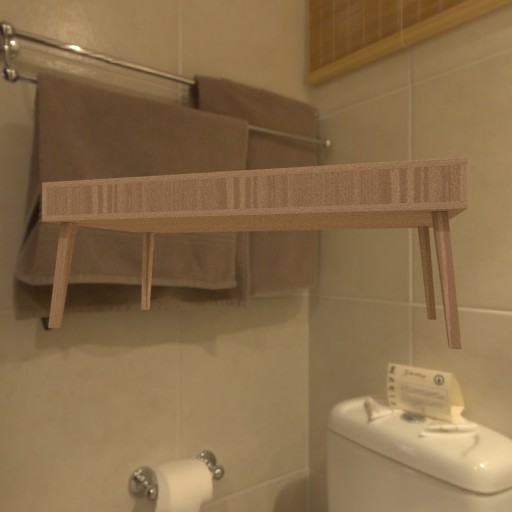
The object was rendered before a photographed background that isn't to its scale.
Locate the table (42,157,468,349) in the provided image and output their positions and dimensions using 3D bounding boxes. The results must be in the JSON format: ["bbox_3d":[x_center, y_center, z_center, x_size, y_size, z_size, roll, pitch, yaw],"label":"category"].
[{"bbox_3d":[0.000,0.000,1.483,1.200,0.450,0.600,0,-1,16],"label":"table"}]
